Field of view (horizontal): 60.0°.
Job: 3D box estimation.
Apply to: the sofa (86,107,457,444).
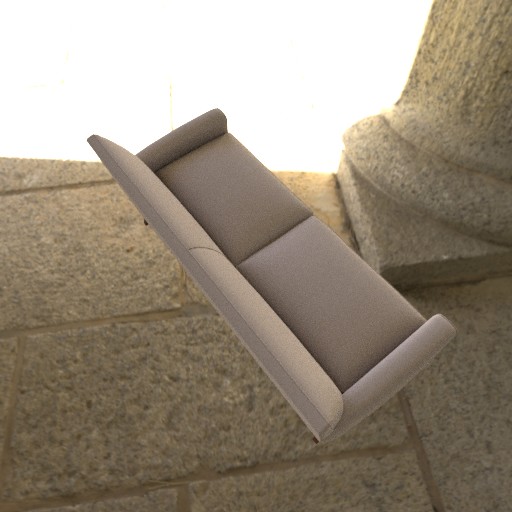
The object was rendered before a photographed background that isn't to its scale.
[{"bbox_3d":[0.000,0.000,2.474,0.875,0.846,2.000,-33,63,-19],"label":"sofa"}]
